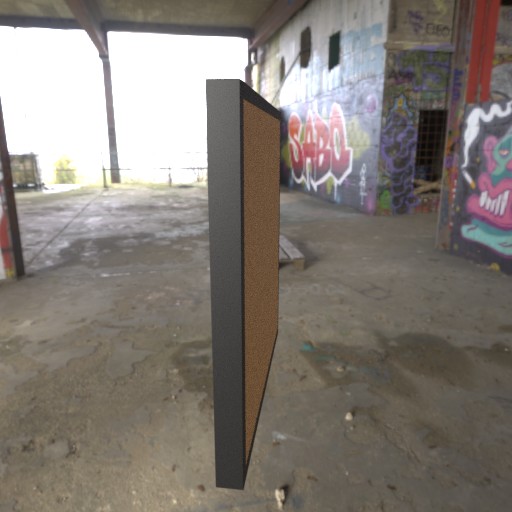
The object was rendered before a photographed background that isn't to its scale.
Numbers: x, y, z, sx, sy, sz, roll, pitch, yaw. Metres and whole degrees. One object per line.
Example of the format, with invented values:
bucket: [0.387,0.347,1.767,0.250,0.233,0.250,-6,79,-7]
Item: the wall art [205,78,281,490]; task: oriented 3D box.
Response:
wall art: [0.000,0.000,0.765,0.037,0.506,0.506,2,14,8]
